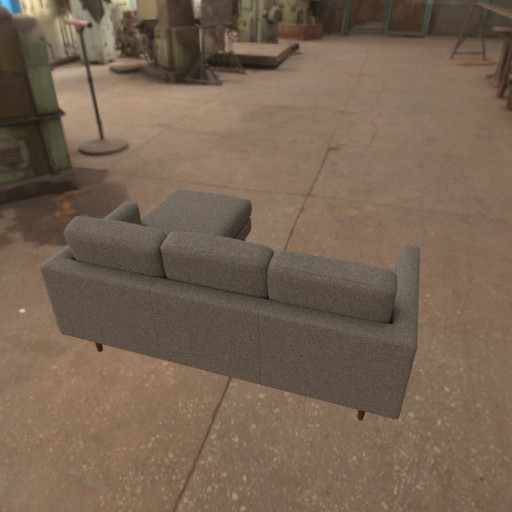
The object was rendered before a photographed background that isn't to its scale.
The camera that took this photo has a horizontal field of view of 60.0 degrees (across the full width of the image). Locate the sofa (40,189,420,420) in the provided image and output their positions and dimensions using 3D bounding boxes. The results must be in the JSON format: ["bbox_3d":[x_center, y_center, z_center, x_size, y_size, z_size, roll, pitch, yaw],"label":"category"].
[{"bbox_3d":[0.000,0.000,3.015,2.055,0.957,1.667,10,34,15],"label":"sofa"}]
